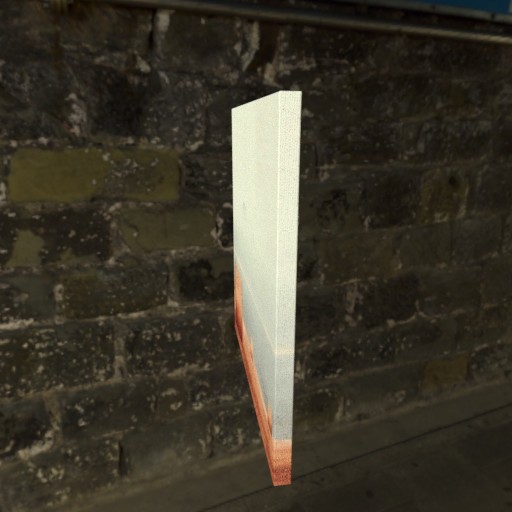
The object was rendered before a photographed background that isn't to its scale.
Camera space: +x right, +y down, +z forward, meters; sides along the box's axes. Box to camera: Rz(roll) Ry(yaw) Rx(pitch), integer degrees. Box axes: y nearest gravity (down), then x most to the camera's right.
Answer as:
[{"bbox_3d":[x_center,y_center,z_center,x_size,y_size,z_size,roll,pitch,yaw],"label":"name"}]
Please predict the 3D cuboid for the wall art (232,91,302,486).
[{"bbox_3d":[0.000,0.000,0.926,0.034,0.605,0.605,-2,17,-8],"label":"wall art"}]
